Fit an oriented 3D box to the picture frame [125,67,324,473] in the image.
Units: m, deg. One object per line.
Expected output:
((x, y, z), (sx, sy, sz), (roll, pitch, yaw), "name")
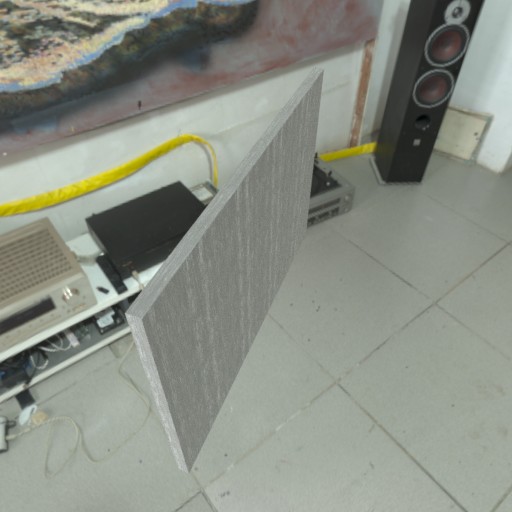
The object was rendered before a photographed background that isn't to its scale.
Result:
((0.000, 0.000, 1.188), (0.029, 0.640, 0.950), (16, 48, 15), "picture frame")
